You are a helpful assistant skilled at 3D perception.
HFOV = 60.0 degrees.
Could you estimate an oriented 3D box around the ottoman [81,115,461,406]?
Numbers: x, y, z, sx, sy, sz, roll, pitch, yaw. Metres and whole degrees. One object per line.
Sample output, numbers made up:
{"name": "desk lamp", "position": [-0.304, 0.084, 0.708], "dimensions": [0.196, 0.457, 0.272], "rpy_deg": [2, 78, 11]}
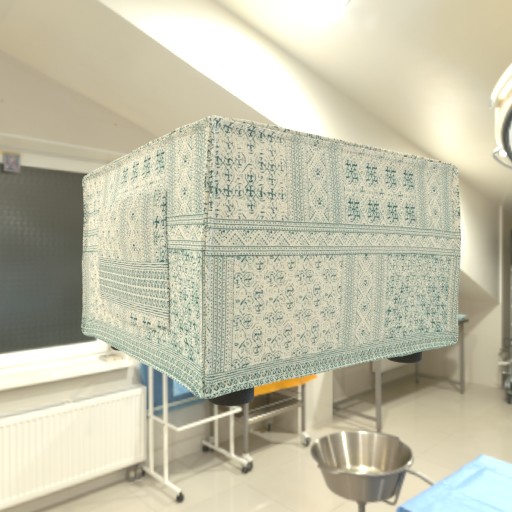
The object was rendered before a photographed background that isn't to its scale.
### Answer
{"name": "ottoman", "position": [0.000, 0.000, 0.994], "dimensions": [0.626, 0.439, 0.617], "rpy_deg": [0, 1, -36]}
